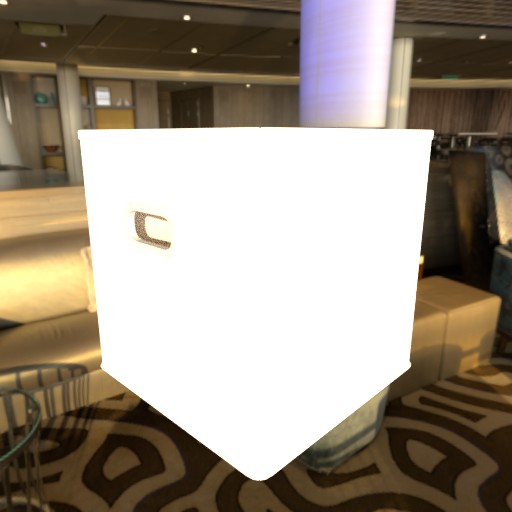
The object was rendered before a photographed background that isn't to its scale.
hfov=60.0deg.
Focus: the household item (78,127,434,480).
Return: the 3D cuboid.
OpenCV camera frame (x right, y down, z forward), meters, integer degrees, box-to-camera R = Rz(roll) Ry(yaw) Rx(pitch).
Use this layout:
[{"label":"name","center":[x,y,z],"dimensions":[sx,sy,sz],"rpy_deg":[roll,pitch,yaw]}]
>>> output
[{"label":"household item","center":[0.000,0.000,0.558],"dimensions":[0.305,0.305,0.305],"rpy_deg":[15,21,42]}]
